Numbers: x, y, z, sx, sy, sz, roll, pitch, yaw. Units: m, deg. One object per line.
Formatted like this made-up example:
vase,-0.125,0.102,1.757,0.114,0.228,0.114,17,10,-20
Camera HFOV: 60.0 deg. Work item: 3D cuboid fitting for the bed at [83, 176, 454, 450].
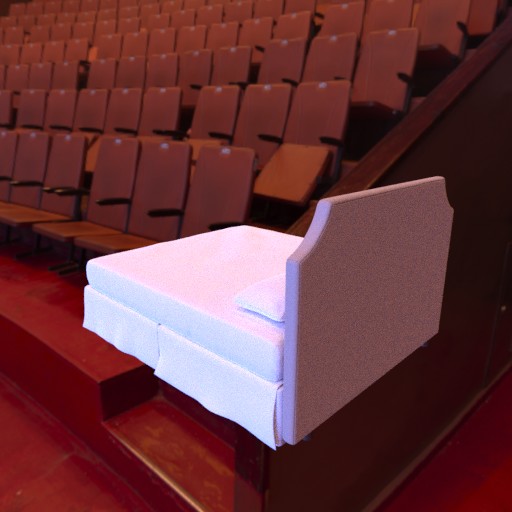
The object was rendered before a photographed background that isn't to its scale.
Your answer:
bed,0.000,0.000,4.232,2.773,1.590,2.350,16,23,42
